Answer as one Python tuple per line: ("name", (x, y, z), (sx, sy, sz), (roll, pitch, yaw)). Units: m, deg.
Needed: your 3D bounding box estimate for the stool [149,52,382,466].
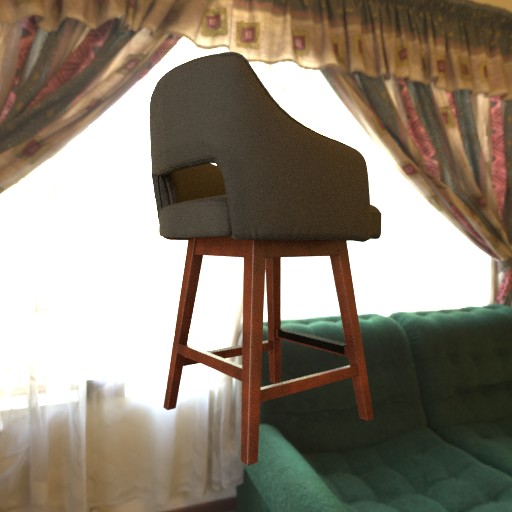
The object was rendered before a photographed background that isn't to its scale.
("stool", (0.000, 0.000, 1.247), (0.558, 0.912, 0.548), (-1, 2, -37))
